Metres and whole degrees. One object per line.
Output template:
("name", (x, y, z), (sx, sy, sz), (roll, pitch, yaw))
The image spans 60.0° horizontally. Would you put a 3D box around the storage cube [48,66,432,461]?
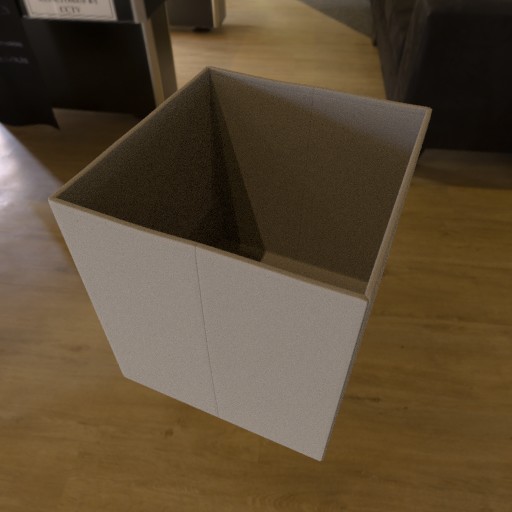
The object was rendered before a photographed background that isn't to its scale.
("storage cube", (0.000, 0.000, 0.491), (0.270, 0.280, 0.270), (17, 49, 16))
